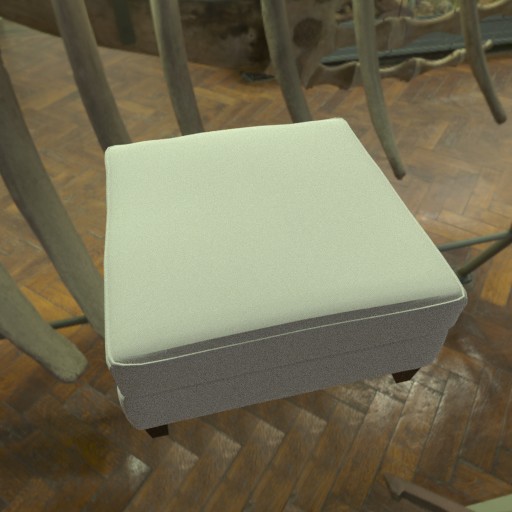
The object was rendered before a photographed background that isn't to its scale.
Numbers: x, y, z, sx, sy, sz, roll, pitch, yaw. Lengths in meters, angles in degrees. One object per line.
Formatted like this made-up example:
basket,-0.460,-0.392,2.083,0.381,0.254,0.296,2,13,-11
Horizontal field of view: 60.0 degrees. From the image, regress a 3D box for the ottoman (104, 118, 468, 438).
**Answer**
ottoman,0.000,0.000,1.350,0.838,0.479,0.838,-10,47,-9
